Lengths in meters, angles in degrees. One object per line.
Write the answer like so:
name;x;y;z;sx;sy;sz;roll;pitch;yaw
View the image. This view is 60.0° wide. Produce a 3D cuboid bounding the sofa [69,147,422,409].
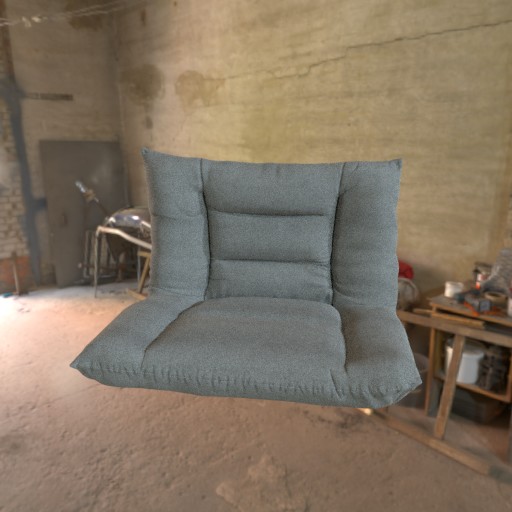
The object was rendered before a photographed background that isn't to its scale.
sofa;0.000;0.000;1.678;1.144;0.795;0.847;2;14;9
